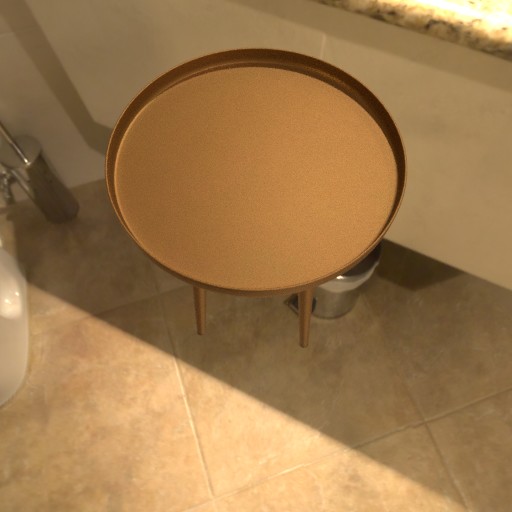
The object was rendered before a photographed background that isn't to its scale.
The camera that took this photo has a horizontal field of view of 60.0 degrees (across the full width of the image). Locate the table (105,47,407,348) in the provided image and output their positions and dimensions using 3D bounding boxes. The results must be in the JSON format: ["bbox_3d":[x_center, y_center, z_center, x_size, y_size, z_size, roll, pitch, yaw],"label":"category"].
[{"bbox_3d":[0.000,0.000,0.658,0.299,0.480,0.299,31,68,14],"label":"table"}]
